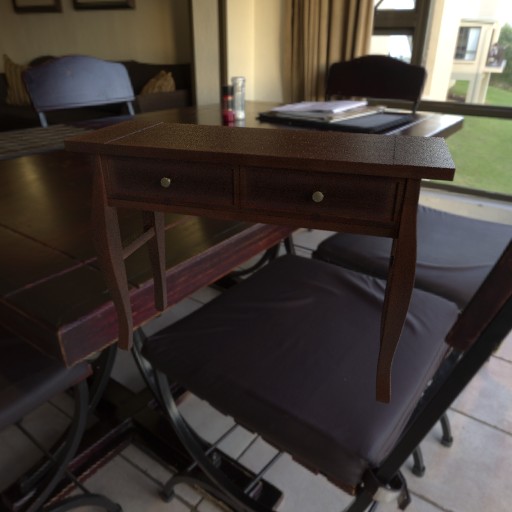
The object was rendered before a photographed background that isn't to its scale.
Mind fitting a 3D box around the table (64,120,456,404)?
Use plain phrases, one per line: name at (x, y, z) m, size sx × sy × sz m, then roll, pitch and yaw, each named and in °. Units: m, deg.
table at (0.000, 0.000, 1.475) m, size 1.062 × 0.768 × 0.373 m, roll 8°, pitch 27°, yaw 15°
